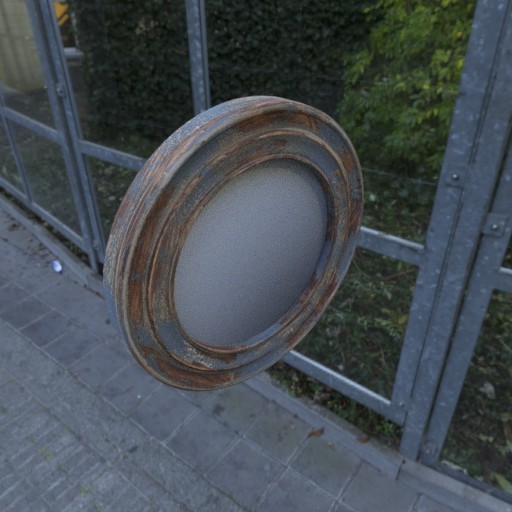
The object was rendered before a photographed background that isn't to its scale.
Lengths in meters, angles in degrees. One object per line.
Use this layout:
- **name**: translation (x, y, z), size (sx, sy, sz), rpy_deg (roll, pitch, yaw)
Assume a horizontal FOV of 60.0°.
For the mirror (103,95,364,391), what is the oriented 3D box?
- **mirror**: translation (0.000, 0.000, 0.863), size (0.585, 0.585, 0.061), rpy_deg (-23, 38, -33)
